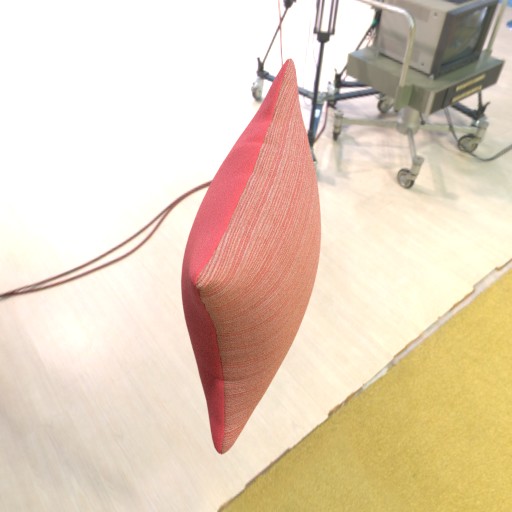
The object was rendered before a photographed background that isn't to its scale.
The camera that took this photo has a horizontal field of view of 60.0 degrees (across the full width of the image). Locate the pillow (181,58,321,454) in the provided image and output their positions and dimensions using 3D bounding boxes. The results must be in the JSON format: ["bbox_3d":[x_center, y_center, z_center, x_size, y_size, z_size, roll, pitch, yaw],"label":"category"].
[{"bbox_3d":[0.000,0.000,0.817,0.229,0.501,0.559,10,49,9],"label":"pillow"}]
